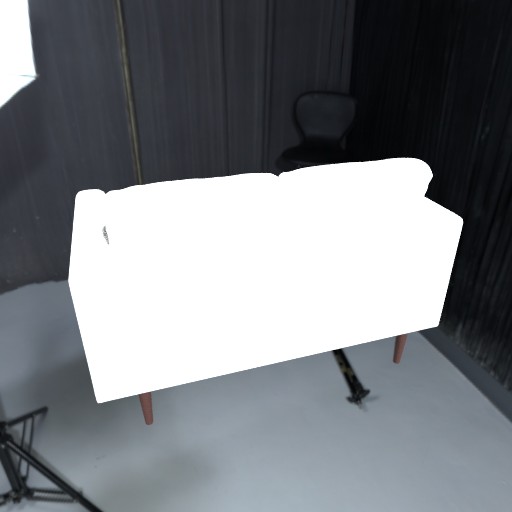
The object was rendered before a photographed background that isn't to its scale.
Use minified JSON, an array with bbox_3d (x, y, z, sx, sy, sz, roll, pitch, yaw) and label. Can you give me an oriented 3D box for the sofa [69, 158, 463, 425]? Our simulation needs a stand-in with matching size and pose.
[{"bbox_3d":[0.000,0.000,1.938,1.430,0.908,0.796,-9,30,-16],"label":"sofa"}]
